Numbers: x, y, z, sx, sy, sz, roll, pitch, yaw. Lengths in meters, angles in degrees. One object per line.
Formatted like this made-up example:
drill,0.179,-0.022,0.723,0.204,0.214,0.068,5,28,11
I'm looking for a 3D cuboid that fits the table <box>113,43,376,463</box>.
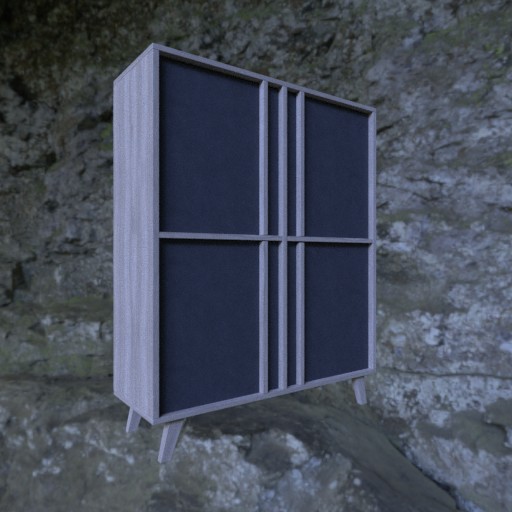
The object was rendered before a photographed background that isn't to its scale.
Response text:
table,0.000,0.000,1.926,1.111,1.388,0.398,0,0,-36
